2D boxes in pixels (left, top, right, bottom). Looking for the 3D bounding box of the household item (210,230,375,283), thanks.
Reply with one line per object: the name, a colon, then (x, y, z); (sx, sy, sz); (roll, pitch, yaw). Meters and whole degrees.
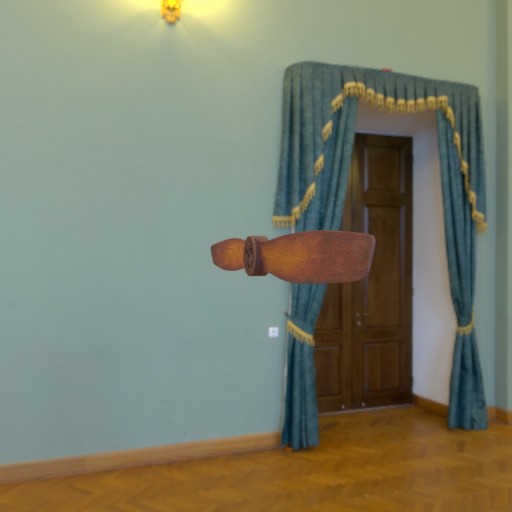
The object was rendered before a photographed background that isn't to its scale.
household item: (0.000, 0.000, 1.253); (0.051, 0.121, 1.181); (0, 0, -18)
